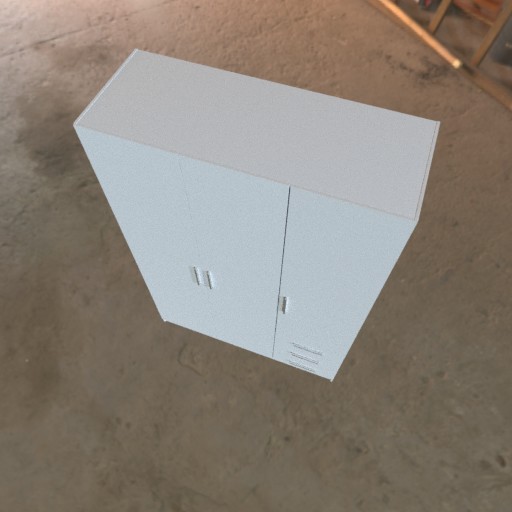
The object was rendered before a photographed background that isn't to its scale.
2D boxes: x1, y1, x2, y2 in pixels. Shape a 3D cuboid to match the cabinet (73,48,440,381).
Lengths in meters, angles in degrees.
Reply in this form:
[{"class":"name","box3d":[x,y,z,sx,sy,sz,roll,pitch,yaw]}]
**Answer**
[{"class":"cabinet","box3d":[0.000,0.000,2.478,1.290,1.910,0.510,18,61,10]}]
